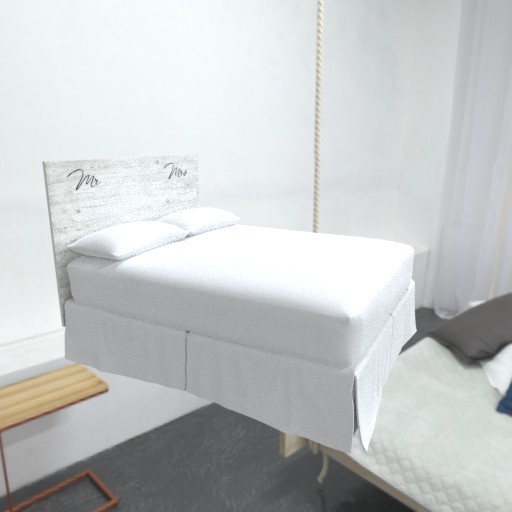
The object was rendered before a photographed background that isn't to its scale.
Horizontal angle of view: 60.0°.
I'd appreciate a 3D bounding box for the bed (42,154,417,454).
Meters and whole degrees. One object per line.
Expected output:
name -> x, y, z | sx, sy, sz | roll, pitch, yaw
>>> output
bed -> 0.000, 0.000, 3.142 | 2.094, 1.335, 1.745 | 8, 17, 27
